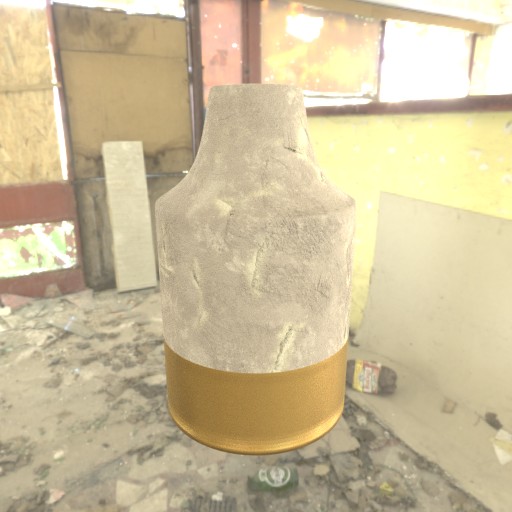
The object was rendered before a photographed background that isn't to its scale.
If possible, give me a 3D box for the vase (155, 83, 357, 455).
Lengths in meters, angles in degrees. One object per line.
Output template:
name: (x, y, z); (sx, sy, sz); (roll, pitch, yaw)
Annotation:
vase: (0.000, 0.000, 0.427); (0.184, 0.305, 0.184); (0, 17, 0)
